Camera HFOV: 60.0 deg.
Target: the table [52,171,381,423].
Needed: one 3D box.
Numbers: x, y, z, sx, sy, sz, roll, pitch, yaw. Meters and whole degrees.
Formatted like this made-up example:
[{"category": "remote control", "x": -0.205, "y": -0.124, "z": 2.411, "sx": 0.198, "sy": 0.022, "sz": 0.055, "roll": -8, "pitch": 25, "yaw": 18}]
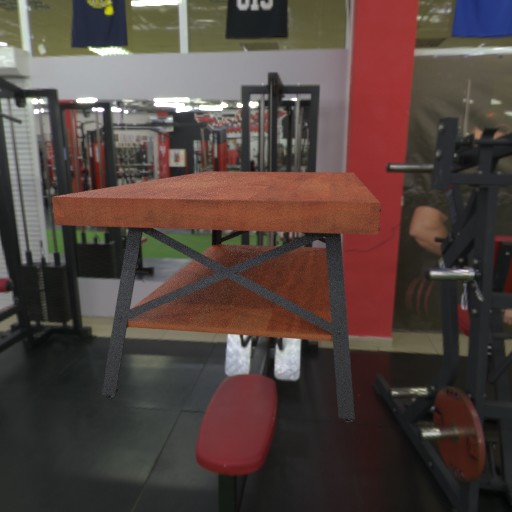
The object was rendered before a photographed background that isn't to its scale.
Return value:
[{"category": "table", "x": 0.000, "y": 0.000, "z": 1.358, "sx": 0.610, "sy": 0.457, "sz": 1.067, "roll": 2, "pitch": 14, "yaw": 9}]
